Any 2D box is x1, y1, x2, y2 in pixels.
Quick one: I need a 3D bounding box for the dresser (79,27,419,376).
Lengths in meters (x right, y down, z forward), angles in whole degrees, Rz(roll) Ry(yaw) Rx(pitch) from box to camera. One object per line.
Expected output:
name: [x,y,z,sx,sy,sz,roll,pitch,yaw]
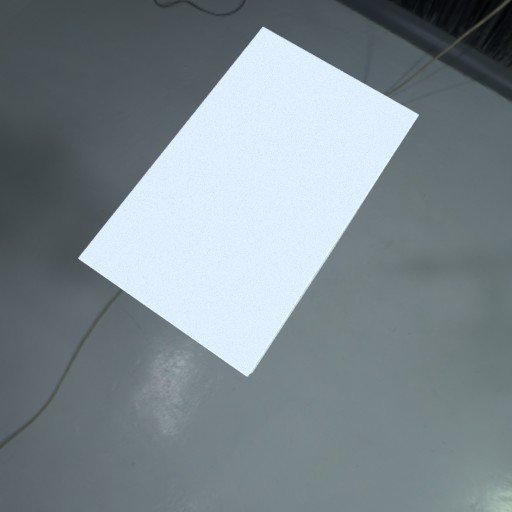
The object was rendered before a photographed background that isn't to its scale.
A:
dresser: [0.000,0.000,1.481,0.400,1.190,0.650,33,78,8]
